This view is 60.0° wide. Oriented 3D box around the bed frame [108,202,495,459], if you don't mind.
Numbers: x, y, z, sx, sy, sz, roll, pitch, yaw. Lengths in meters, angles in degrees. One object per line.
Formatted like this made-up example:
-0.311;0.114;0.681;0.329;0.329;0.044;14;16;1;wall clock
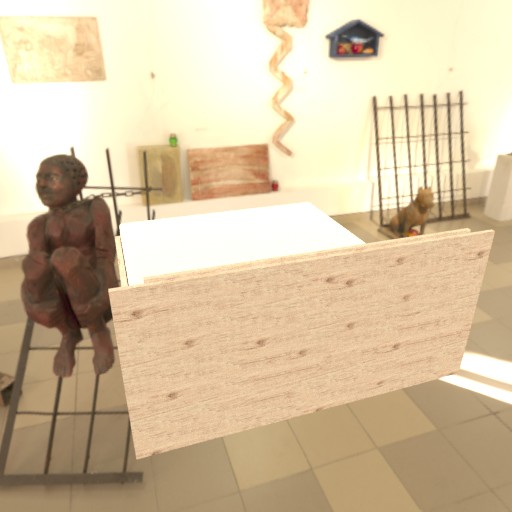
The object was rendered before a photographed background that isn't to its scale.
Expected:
0.000;0.000;3.139;1.950;0.970;2.080;-8;27;-17;bed frame
